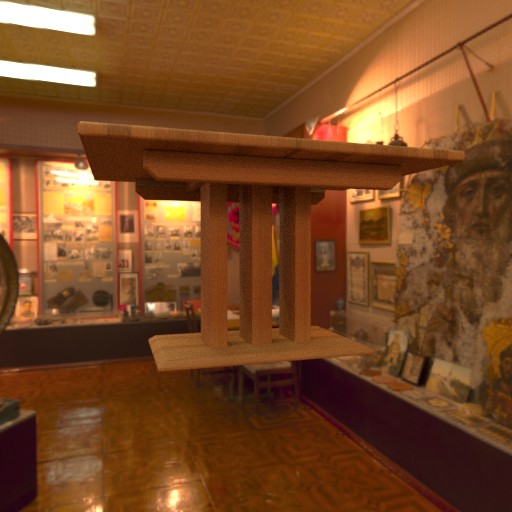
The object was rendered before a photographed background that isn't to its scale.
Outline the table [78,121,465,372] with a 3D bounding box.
[{"bbox_3d":[0.000,0.000,1.838,1.300,0.770,0.900,0,1,-17],"label":"table"}]
